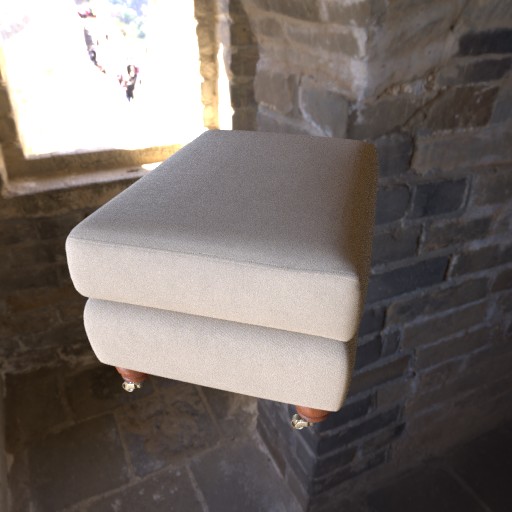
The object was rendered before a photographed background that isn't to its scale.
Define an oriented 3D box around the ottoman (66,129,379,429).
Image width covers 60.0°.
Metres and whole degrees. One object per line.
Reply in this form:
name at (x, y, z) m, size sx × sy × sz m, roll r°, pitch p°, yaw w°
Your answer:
ottoman at (0.000, 0.000, 1.165) m, size 0.569 × 0.504 × 0.773 m, roll 8°, pitch 32°, yaw 13°
